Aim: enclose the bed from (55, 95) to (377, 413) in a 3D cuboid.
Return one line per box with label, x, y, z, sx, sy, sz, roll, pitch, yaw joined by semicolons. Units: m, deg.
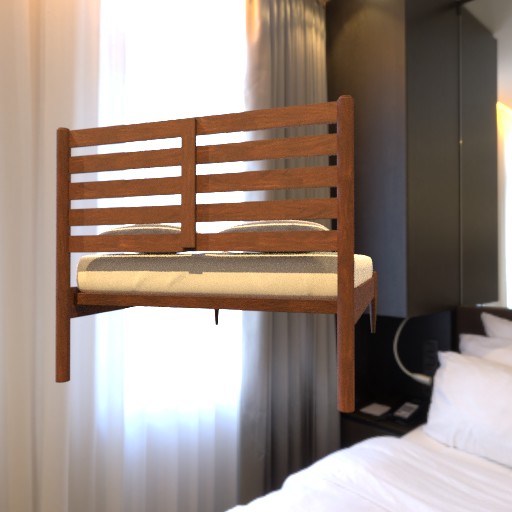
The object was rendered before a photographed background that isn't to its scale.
bed;0.000;0.000;3.031;1.509;1.304;2.093;0;-1;18
